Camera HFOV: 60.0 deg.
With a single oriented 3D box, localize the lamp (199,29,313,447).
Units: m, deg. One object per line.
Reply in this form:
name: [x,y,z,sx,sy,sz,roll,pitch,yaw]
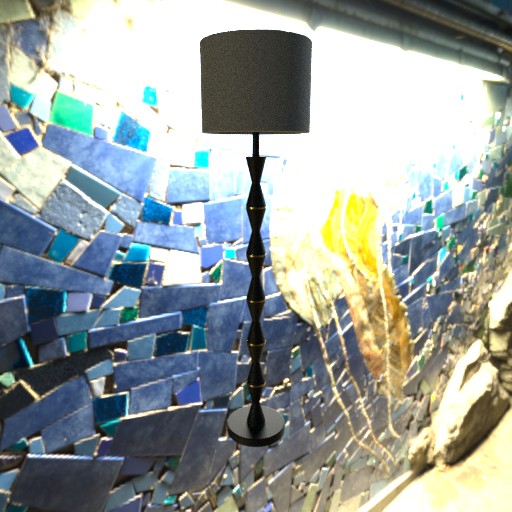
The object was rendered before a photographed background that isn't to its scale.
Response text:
lamp: [0.000,0.000,1.673,0.381,1.480,0.381,-7,15,-27]
